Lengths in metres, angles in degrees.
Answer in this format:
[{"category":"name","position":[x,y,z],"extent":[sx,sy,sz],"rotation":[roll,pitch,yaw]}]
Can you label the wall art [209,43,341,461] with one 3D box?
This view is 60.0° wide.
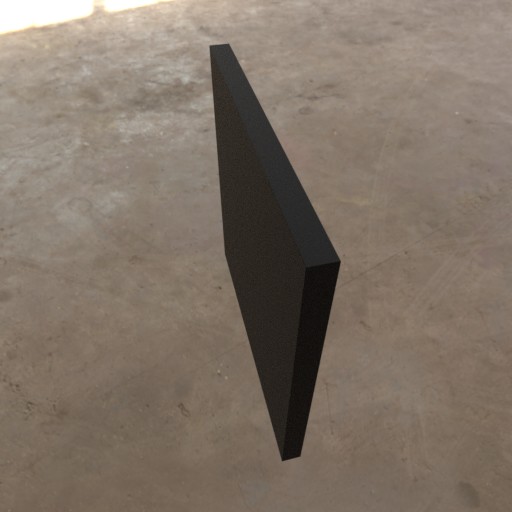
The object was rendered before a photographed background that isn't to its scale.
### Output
[{"category":"wall art","position":[0.000,0.000,0.685],"extent":[0.030,0.458,0.462],"rotation":[-10,48,-9]}]
